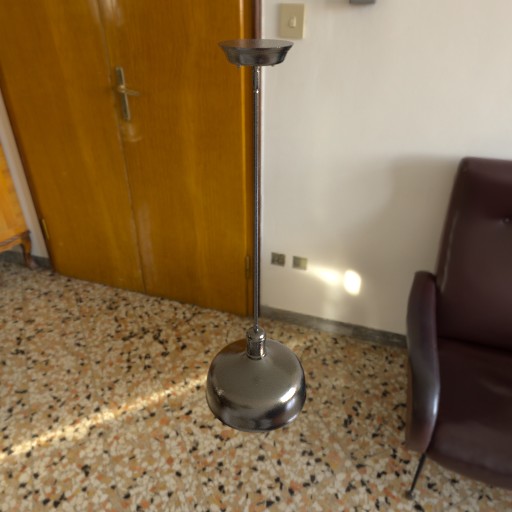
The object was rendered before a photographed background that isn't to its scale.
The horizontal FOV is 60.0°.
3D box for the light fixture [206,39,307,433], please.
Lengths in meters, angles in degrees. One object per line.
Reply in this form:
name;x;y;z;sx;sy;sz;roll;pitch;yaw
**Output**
light fixture;0.000;0.000;1.074;0.299;0.935;0.299;-9;33;-14
